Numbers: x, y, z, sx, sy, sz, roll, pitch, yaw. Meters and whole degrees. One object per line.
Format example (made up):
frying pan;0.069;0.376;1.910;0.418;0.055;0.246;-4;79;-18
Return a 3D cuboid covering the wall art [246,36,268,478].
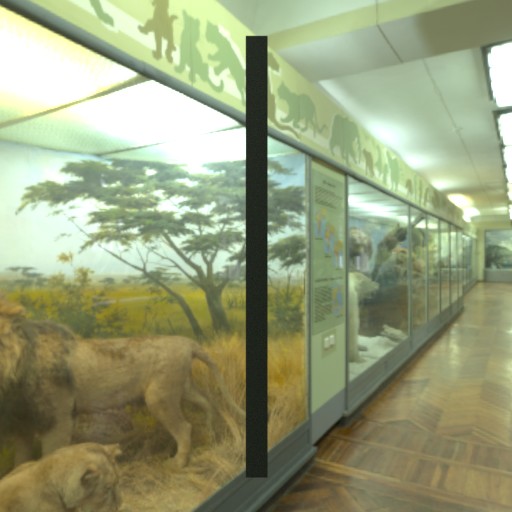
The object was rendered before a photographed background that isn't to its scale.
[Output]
wall art;0.000;0.000;0.458;0.015;0.304;0.306;0;0;0
